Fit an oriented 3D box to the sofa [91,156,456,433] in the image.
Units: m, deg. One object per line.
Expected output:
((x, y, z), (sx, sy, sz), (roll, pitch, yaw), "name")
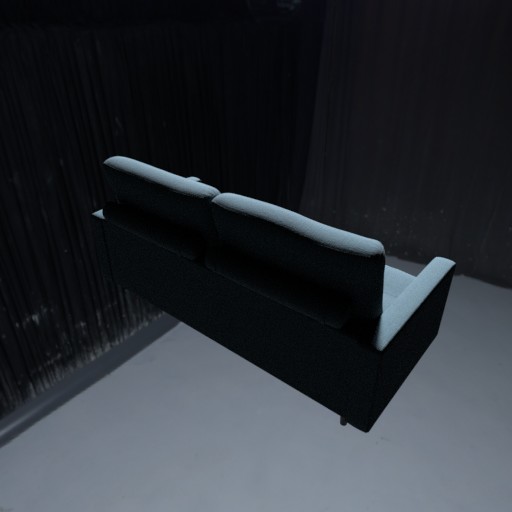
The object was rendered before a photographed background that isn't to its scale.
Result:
((0.000, 0.000, 2.644), (2.010, 1.050, 0.966), (23, 37, 33), "sofa")
